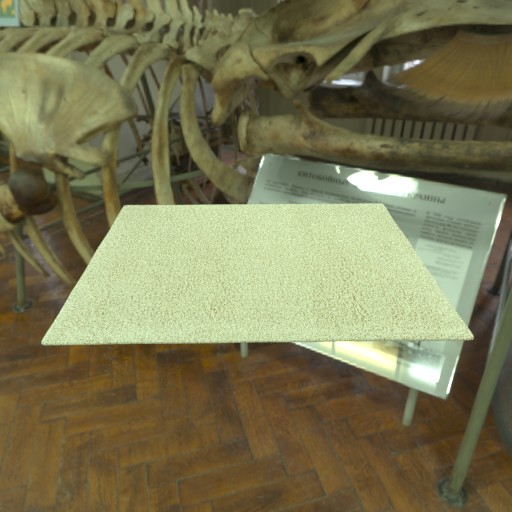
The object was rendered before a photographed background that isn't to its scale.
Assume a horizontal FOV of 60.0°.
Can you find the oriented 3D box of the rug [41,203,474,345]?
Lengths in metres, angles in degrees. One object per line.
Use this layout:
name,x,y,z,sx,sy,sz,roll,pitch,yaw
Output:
rug,0.000,0.000,4.158,3.047,0.029,2.438,-1,30,-1
